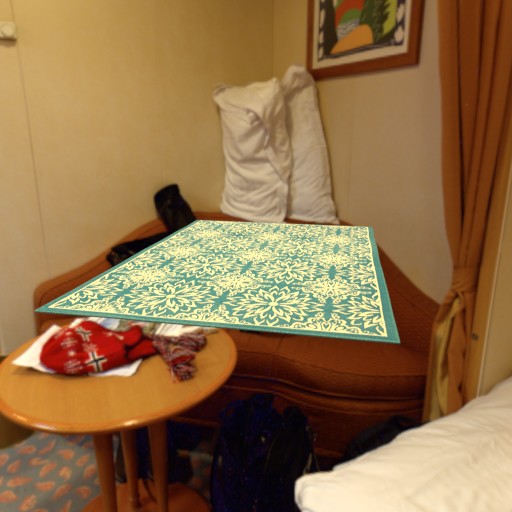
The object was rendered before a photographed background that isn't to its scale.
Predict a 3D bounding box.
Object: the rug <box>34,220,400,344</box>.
[{"bbox_3d":[0.000,0.000,2.850,1.554,0.012,2.205,3,16,11],"label":"rug"}]
